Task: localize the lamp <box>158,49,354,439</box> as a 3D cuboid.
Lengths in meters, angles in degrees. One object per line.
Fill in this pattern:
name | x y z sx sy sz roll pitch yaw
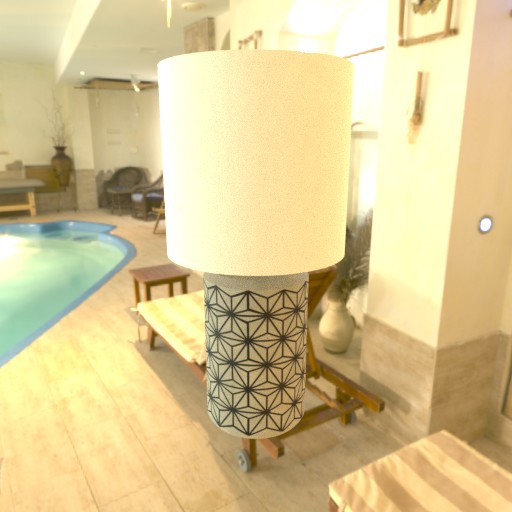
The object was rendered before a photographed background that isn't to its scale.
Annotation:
lamp | 0.000 0.000 0.528 0.206 0.416 0.206 -8 17 -27
